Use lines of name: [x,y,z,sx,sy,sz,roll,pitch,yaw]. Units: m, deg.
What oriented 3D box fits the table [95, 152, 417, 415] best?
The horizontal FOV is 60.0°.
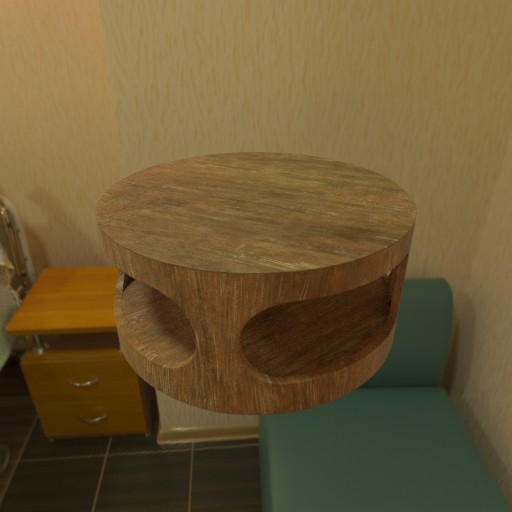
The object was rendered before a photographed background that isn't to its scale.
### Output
table: [0.000,0.000,1.519,0.974,0.450,0.974,0,29,0]
